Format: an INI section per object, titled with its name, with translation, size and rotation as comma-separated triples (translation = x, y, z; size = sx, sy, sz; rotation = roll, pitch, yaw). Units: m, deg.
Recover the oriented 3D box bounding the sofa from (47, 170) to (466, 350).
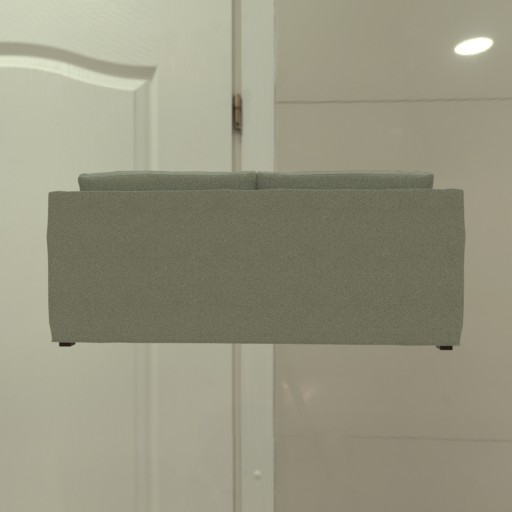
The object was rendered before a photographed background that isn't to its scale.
[sofa]
translation = 0.000, 0.000, 2.519
size = 1.987, 0.870, 0.940
rotation = 0, 0, 3
